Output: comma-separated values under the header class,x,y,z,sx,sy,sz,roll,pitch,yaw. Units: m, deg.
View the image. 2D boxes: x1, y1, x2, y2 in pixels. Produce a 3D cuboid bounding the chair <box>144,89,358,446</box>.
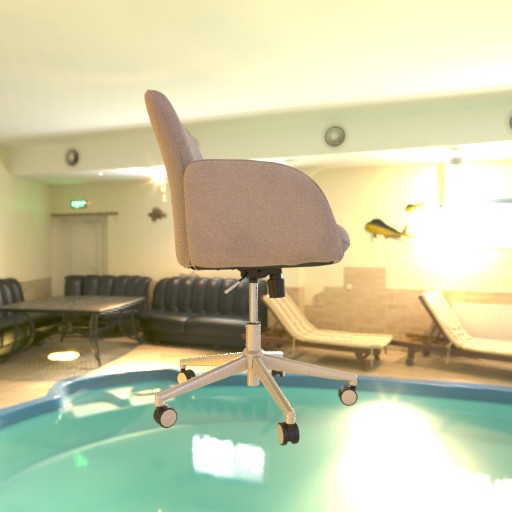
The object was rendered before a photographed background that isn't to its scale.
class,x,y,z,sx,sy,sz,roll,pitch,yaw
chair,0.000,0.000,1.429,0.654,0.959,0.648,0,1,1
